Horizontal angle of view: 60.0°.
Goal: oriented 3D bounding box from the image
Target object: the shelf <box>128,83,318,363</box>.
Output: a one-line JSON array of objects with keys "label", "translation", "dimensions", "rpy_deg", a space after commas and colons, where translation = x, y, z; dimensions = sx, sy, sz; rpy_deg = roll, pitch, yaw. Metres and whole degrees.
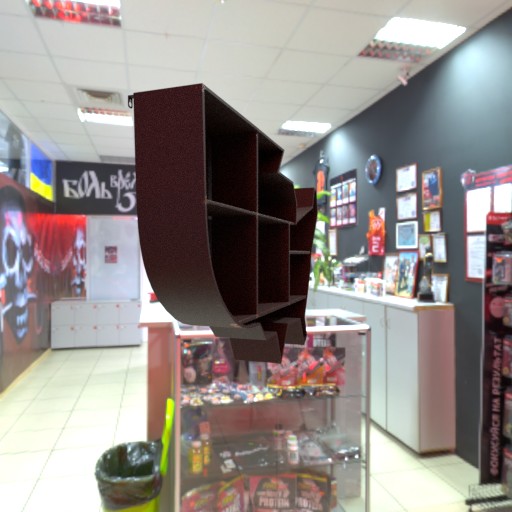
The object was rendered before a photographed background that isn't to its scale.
[{"label": "shelf", "translation": [0.000, 0.000, 0.920], "dimensions": [0.112, 0.439, 0.729], "rpy_deg": [0, 0, 19]}]
